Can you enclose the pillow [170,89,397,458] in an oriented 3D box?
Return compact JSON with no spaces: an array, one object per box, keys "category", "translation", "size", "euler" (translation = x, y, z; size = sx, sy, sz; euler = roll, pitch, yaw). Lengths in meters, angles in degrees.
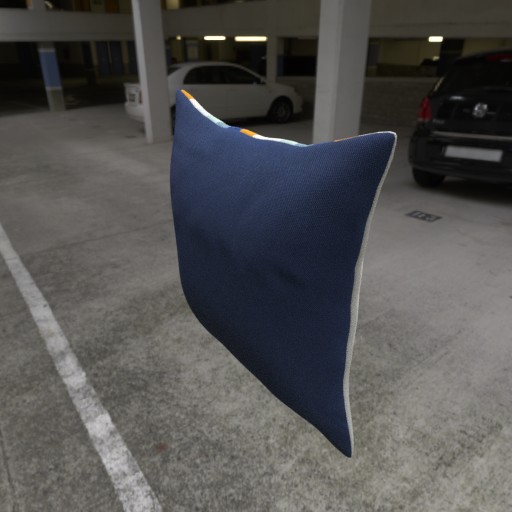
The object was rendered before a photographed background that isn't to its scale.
[{"category":"pillow","translation":[0.000,0.000,0.695],"size":[0.173,0.454,0.463],"euler":[-18,31,-31]}]
